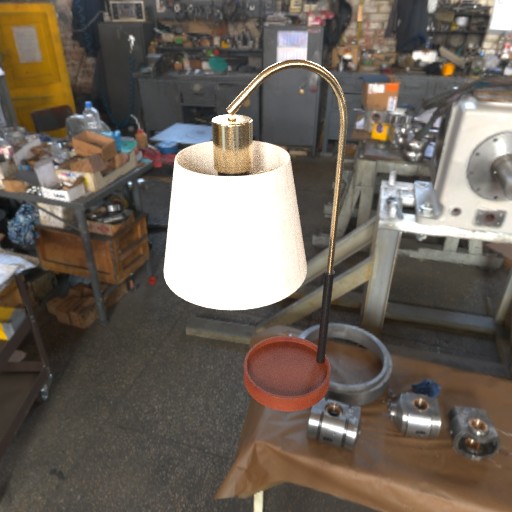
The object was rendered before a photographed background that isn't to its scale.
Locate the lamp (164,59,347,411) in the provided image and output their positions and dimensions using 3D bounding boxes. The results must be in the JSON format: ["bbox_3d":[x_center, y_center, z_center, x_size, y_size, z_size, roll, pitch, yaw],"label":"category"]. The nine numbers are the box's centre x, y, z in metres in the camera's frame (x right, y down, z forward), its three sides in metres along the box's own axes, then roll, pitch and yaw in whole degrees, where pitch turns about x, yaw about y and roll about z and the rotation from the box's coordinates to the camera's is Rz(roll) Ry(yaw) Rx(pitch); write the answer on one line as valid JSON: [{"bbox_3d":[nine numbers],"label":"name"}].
[{"bbox_3d":[0.000,0.000,0.660,0.273,0.536,0.211,-9,32,-14],"label":"lamp"}]
